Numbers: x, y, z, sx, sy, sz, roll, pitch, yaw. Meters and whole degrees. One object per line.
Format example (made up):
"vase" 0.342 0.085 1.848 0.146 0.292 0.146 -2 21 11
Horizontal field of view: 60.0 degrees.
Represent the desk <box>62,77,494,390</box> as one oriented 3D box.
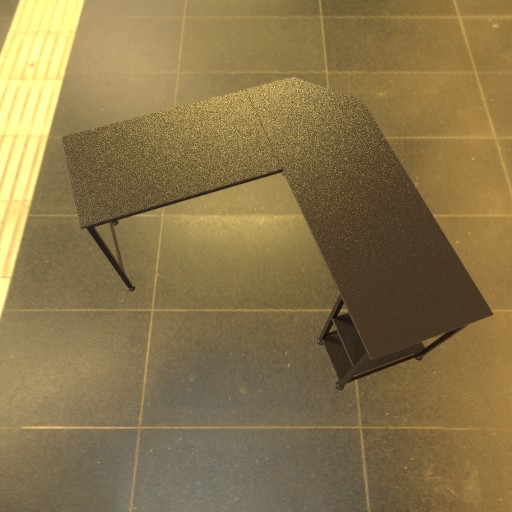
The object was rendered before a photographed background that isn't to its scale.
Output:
"desk" 0.000 0.000 2.155 1.379 0.739 1.379 -18 65 -8
